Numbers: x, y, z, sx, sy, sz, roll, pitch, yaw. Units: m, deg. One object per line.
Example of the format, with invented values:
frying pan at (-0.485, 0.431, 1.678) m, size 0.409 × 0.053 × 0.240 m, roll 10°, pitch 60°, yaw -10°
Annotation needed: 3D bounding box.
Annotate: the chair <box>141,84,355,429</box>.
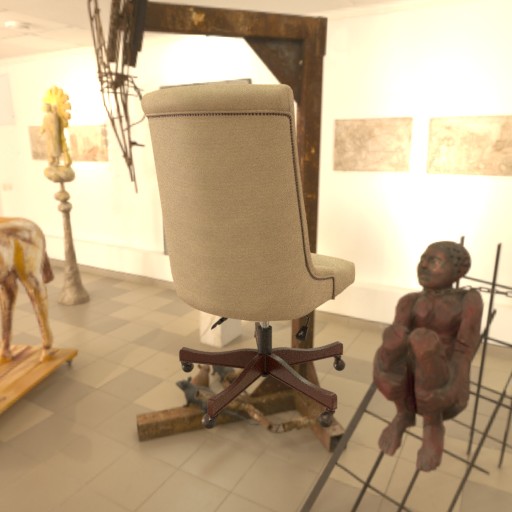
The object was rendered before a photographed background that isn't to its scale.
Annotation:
chair at (0.000, 0.000, 1.481) m, size 0.645 × 1.010 × 0.696 m, roll 8°, pitch 17°, yaw 28°
